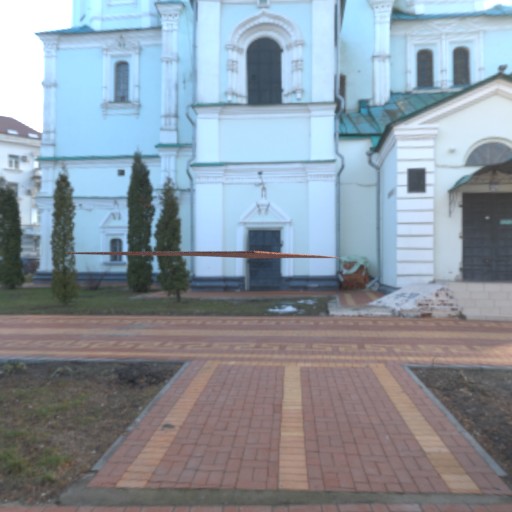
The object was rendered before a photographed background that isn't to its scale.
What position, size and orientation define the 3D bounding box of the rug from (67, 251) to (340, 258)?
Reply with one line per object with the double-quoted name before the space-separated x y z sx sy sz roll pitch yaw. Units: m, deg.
"rug" 0.000 0.000 2.620 0.718 0.013 2.353 0 -1 17
